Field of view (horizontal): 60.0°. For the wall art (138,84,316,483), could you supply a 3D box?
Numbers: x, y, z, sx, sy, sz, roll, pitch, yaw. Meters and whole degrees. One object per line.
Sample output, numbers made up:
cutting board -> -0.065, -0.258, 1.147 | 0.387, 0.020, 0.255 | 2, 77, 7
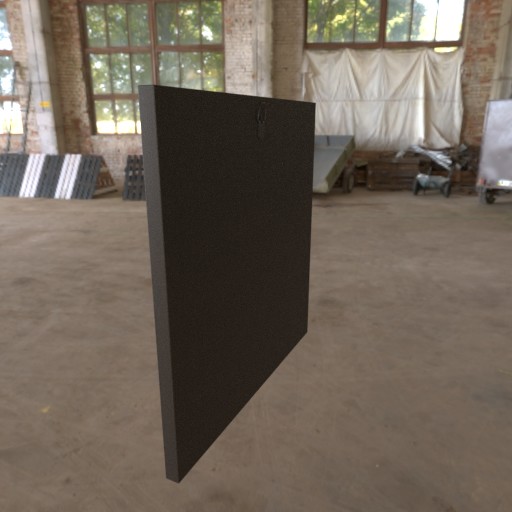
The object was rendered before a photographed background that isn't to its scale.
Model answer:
wall art -> 0.000, 0.000, 1.191 | 0.043, 0.807, 0.805 | 8, 19, 25
